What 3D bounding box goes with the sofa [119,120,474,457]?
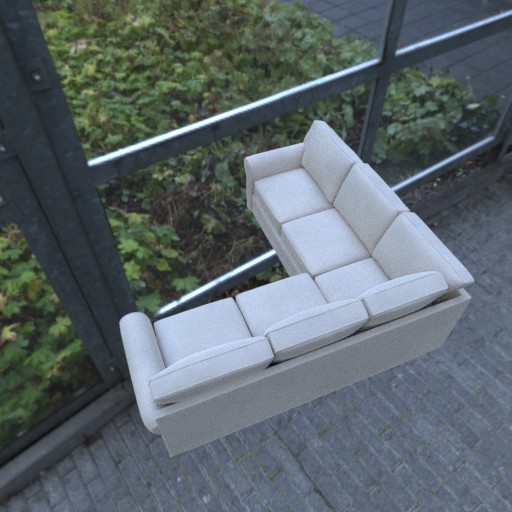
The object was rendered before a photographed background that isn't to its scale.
[{"bbox_3d":[0.000,0.000,4.014,2.569,1.054,2.487,-17,51,-15],"label":"sofa"}]
